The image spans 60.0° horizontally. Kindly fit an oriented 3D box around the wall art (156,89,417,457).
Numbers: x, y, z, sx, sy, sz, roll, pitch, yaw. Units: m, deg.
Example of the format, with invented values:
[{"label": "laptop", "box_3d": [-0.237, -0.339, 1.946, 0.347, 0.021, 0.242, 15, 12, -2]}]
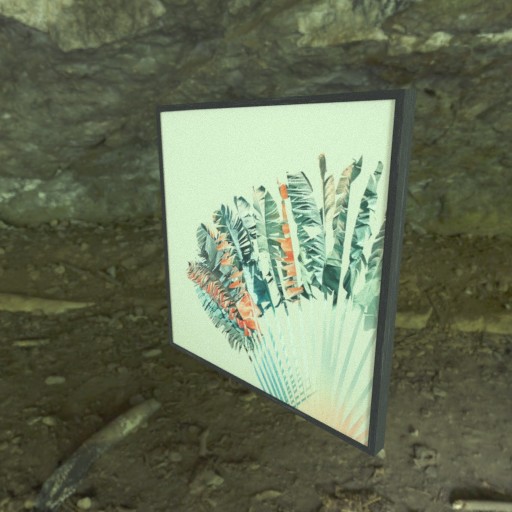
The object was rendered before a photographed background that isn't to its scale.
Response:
[{"label": "wall art", "box_3d": [0.000, 0.000, 1.139, 0.762, 0.758, 0.043, 15, 21, 42]}]
